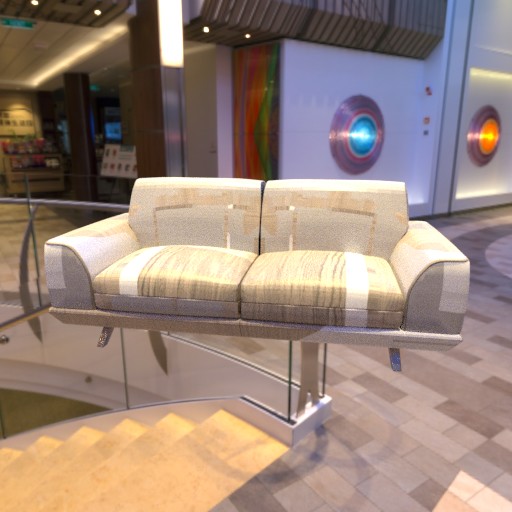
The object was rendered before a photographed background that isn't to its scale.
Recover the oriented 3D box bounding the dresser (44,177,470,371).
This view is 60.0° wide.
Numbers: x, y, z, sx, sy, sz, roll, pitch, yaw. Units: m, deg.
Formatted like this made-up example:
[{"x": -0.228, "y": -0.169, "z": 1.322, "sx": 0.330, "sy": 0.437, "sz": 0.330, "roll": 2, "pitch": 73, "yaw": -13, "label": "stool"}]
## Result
[{"x": 0.000, "y": 0.000, "z": 5.776, "sx": 4.679, "sy": 1.863, "sz": 2.251, "roll": 2, "pitch": 15, "yaw": 9, "label": "dresser"}]
